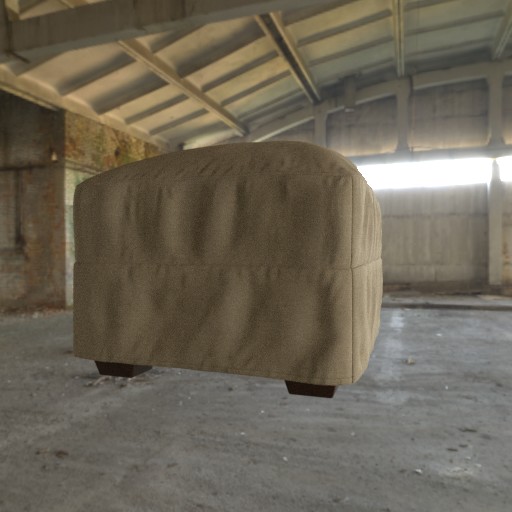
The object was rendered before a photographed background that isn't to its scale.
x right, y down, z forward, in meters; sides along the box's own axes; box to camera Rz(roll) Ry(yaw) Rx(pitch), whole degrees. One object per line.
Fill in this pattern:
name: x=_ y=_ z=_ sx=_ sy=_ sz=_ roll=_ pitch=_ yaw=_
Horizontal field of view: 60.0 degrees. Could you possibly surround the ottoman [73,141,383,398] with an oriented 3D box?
ottoman: x=0.000 y=0.000 z=1.091 sx=0.584 sy=0.480 sz=0.712 roll=0 pitch=0 yaw=19
